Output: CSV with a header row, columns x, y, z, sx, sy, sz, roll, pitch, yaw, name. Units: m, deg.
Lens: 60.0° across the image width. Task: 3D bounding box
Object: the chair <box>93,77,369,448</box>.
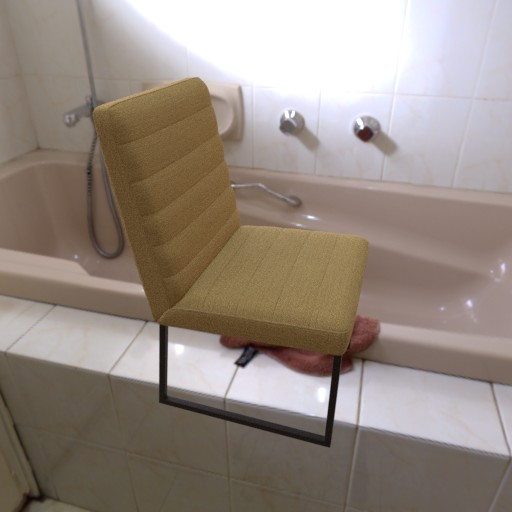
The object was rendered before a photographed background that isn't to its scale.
x,y,z,sx,sy,sz,roll,pitch,yaw,name
0.000,0.000,1.328,0.634,0.930,0.520,9,31,15,chair
